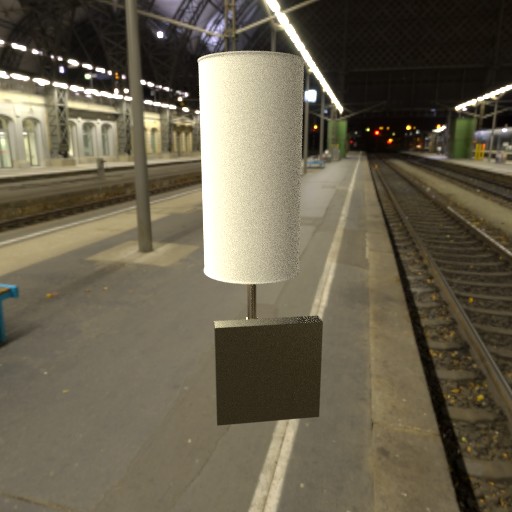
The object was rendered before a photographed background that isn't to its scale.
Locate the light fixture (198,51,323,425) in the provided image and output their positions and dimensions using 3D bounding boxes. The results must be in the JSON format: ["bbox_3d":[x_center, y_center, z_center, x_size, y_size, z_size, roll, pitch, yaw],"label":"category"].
[{"bbox_3d":[0.000,0.000,0.551,0.128,0.462,0.208,-2,14,-8],"label":"light fixture"}]
